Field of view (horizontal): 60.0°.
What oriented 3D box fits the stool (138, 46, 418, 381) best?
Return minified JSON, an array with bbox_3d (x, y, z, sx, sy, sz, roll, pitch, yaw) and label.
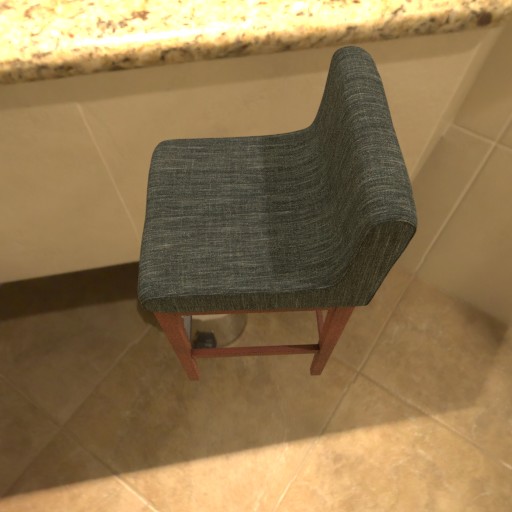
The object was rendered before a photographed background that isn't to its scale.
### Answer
[{"bbox_3d":[0.000,0.000,1.056,0.459,0.835,0.395,-2,59,-1],"label":"stool"}]
